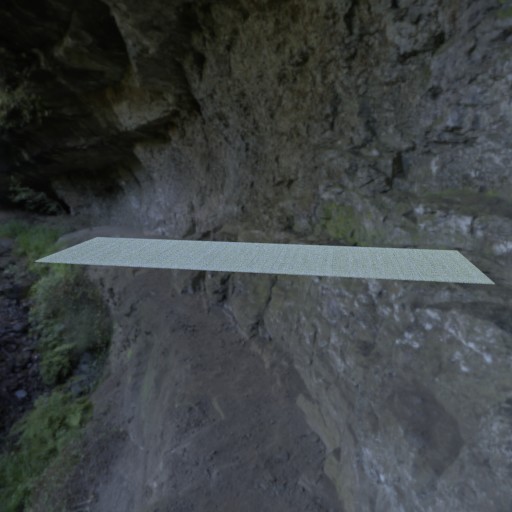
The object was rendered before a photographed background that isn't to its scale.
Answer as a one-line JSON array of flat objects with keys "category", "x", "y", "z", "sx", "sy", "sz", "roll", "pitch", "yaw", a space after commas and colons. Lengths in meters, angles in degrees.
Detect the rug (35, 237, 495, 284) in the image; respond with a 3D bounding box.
[{"category": "rug", "x": 0.000, "y": 0.000, "z": 2.651, "sx": 2.437, "sy": 0.006, "sz": 0.686, "roll": 2, "pitch": 14, "yaw": 10}]
